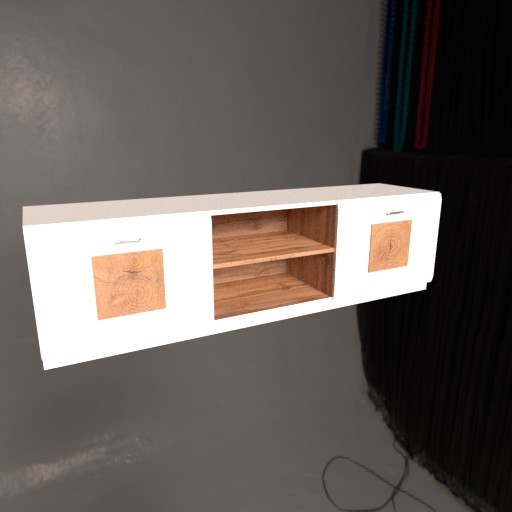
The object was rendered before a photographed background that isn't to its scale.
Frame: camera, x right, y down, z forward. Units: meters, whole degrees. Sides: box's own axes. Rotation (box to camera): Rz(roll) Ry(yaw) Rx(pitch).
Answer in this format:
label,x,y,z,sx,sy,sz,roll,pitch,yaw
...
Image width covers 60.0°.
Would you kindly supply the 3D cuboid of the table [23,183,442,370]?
label,x,y,z,sx,sy,sz,roll,pitch,yaw
table,0.000,0.000,1.709,1.550,0.440,0.400,-8,17,-26
